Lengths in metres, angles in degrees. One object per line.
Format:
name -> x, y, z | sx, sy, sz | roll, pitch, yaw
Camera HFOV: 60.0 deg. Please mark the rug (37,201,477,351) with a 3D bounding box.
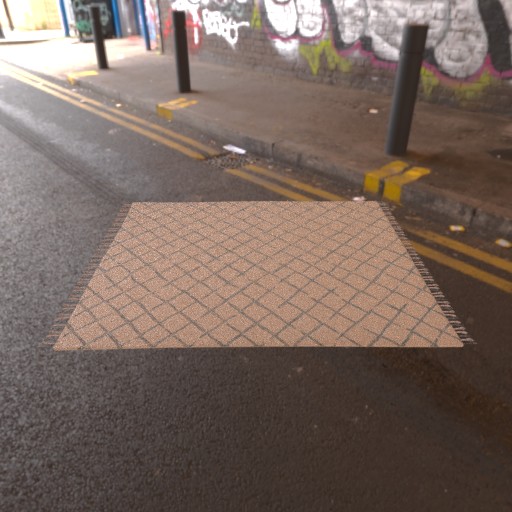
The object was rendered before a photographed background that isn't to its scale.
rug -> 0.000, 0.000, 4.820 | 3.585, 0.036, 2.892 | 0, 31, -1
